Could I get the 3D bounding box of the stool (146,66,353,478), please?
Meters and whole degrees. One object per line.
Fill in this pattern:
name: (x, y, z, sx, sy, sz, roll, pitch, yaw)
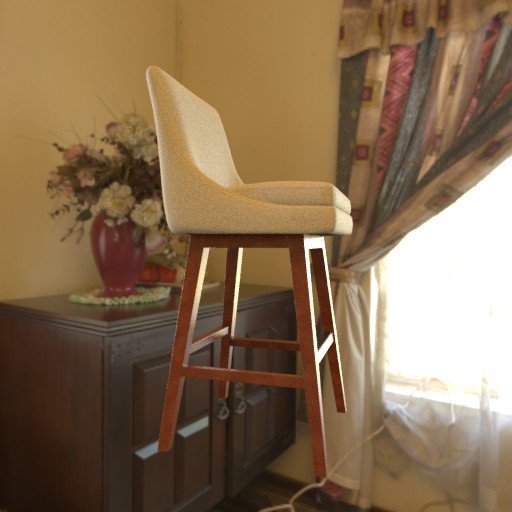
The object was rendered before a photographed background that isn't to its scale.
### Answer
stool: (0.000, 0.000, 1.392, 0.559, 1.092, 0.470, 1, 2, 18)
